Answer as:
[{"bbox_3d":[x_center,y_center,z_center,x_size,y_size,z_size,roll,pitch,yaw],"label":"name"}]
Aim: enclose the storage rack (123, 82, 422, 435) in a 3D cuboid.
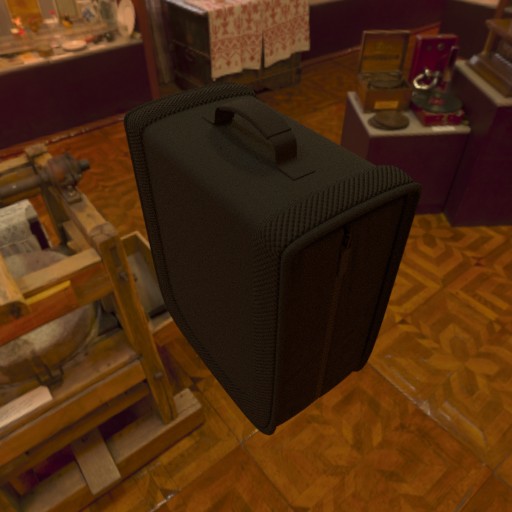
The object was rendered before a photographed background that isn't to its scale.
[{"bbox_3d":[0.000,0.000,0.555,0.168,0.387,0.297,-26,49,-26],"label":"storage rack"}]
